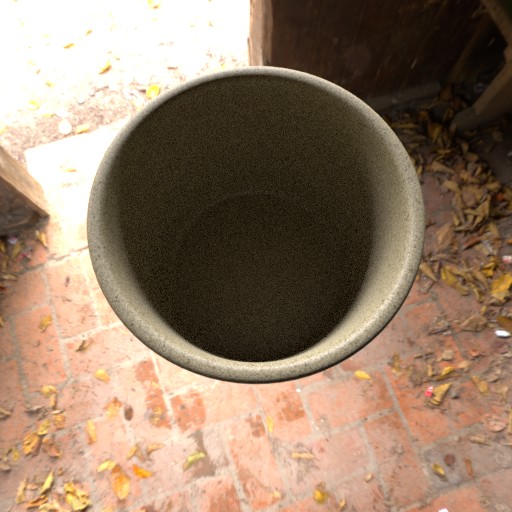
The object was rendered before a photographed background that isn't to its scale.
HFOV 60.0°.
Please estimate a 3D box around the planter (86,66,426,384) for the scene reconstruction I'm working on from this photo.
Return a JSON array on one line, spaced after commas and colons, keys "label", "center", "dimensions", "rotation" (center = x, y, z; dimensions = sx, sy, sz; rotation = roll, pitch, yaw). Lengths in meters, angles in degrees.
[{"label": "planter", "center": [0.000, 0.000, 0.409], "dimensions": [0.227, 0.235, 0.227], "rotation": [0, 74, 0]}]
